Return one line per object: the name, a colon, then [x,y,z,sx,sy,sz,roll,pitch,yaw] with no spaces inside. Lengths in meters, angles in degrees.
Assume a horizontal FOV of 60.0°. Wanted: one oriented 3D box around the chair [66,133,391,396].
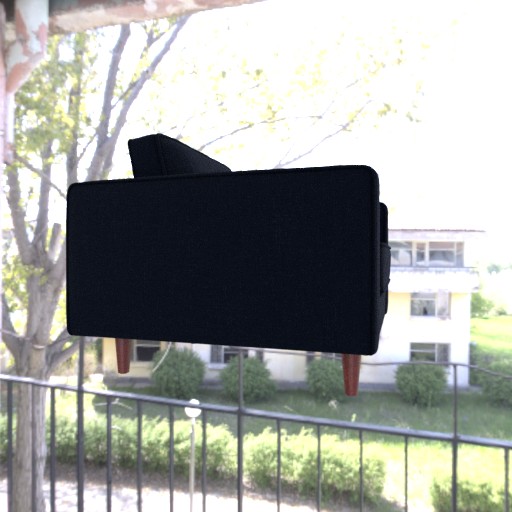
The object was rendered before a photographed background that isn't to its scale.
chair: [0.000,0.000,1.590,0.920,0.770,0.899,0,0,18]
